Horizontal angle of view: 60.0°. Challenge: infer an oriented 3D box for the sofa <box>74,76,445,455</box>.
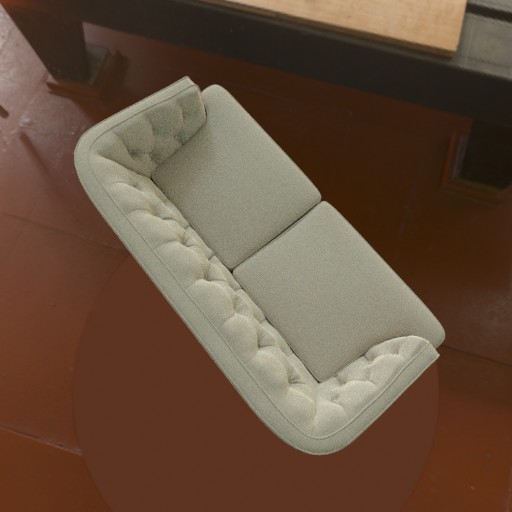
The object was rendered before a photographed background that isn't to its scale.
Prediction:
[{"bbox_3d":[0.000,0.000,2.195,0.941,0.855,1.733,-38,78,-9],"label":"sofa"}]
